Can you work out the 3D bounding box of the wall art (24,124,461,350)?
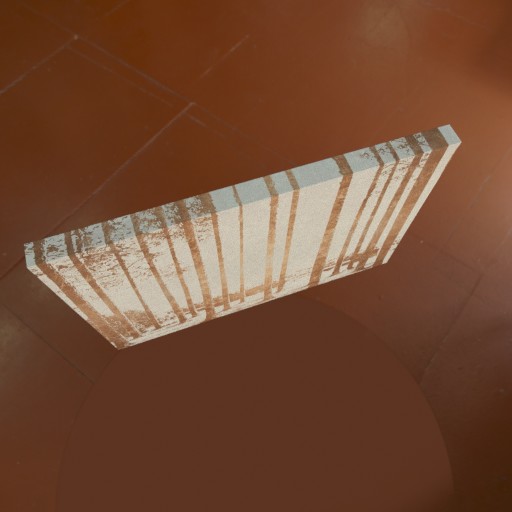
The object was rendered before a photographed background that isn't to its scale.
[{"bbox_3d":[0.000,0.000,0.778,0.609,0.405,0.035,-17,65,-8],"label":"wall art"}]
